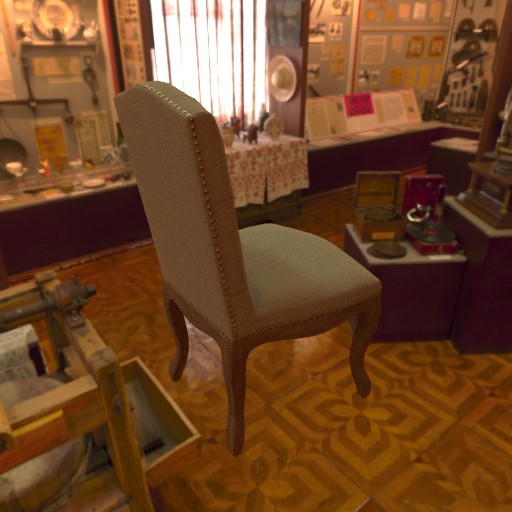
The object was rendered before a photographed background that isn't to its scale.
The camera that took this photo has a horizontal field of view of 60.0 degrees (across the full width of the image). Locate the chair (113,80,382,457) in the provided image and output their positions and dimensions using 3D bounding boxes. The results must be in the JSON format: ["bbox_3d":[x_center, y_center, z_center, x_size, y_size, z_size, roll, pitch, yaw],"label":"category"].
[{"bbox_3d":[0.000,0.000,1.571,0.731,1.191,0.637,-18,31,-32],"label":"chair"}]
